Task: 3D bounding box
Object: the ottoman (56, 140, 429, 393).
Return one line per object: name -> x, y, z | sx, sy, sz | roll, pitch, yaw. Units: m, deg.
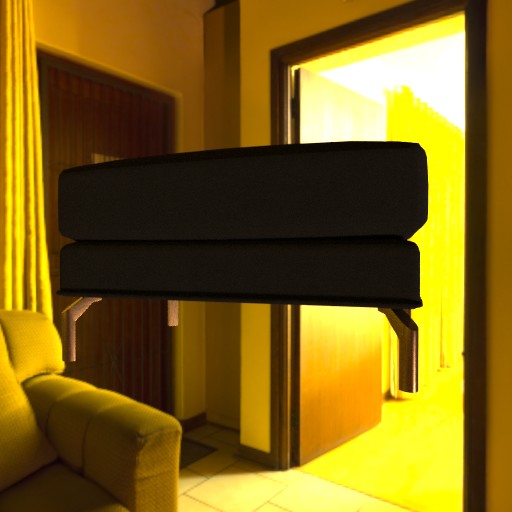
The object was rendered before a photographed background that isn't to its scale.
ottoman -> 0.000, 0.000, 1.197 | 0.835, 0.498, 0.587 | 0, 1, 17
